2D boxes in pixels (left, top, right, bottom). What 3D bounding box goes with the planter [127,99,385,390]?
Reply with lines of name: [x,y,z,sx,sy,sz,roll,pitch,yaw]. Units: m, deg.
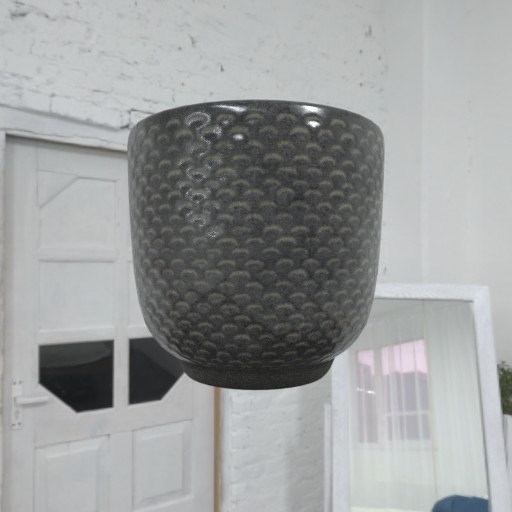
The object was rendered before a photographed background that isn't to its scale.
planter: [0.000,0.000,0.250,0.140,0.129,0.140,0,0,0]
